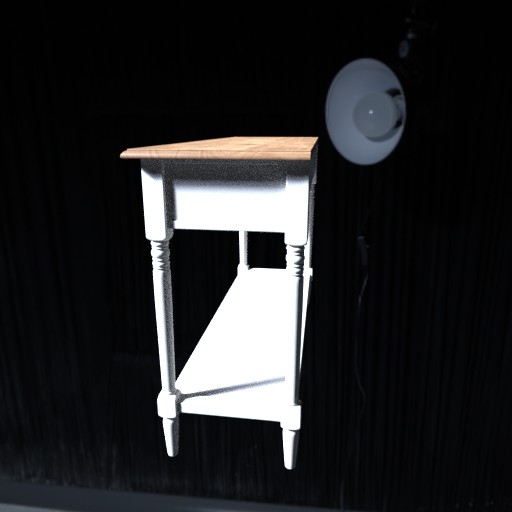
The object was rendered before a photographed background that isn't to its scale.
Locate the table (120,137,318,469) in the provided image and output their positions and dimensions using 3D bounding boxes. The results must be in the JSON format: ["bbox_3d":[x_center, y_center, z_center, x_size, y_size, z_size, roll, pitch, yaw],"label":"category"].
[{"bbox_3d":[0.000,0.000,1.593,0.399,0.800,1.219,2,16,8],"label":"table"}]
